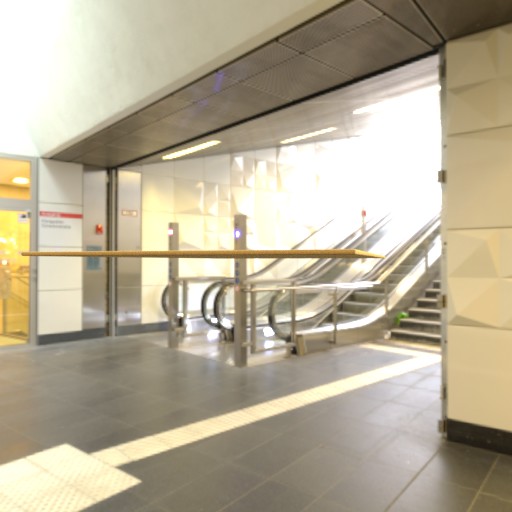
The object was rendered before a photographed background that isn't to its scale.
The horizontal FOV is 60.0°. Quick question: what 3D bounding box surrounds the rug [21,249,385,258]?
[{"bbox_3d":[0.000,0.000,2.312,1.222,0.015,1.828,0,-1,19],"label":"rug"}]
